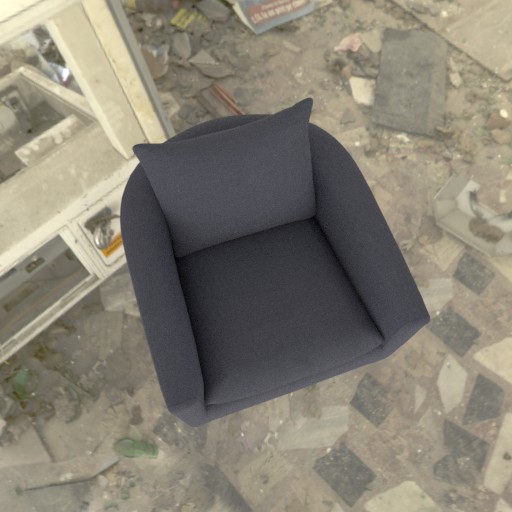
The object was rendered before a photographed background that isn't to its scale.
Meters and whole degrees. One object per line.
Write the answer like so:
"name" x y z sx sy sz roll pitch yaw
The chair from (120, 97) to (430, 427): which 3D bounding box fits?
"chair" 0.000 0.000 1.609 0.845 0.848 0.910 -17 64 -9
